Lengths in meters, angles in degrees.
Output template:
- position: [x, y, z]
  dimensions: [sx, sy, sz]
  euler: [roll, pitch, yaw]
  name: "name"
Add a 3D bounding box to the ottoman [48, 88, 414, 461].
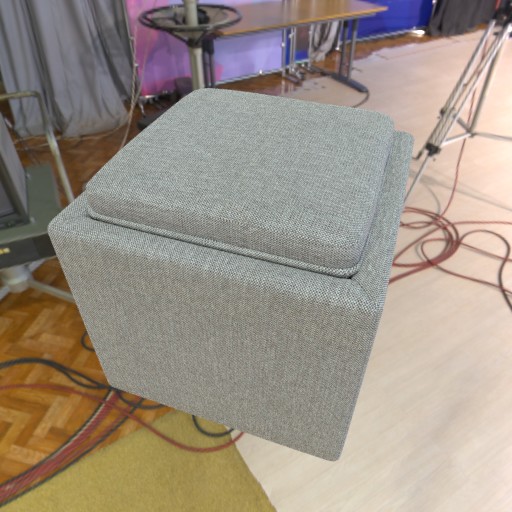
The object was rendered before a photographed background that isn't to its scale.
- position: [0.000, 0.000, 0.804]
  dimensions: [0.450, 0.460, 0.450]
  euler: [13, 44, 14]
  name: "ottoman"
